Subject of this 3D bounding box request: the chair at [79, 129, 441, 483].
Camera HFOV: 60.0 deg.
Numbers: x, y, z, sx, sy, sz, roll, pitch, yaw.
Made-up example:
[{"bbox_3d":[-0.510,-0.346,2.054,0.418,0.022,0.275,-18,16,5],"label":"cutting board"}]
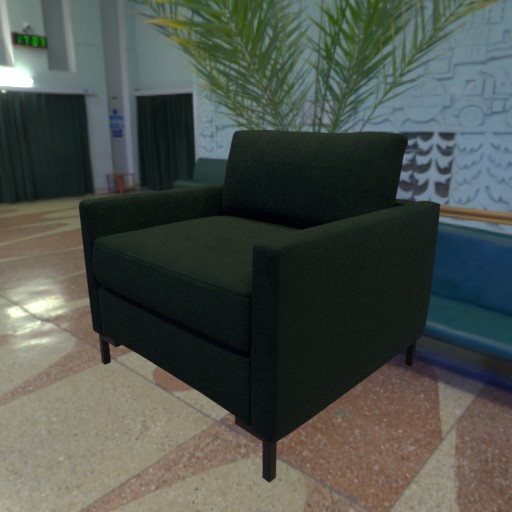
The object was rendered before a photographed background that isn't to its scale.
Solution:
[{"bbox_3d":[0.000,0.000,1.571,0.963,0.861,0.866,15,22,42],"label":"chair"}]
